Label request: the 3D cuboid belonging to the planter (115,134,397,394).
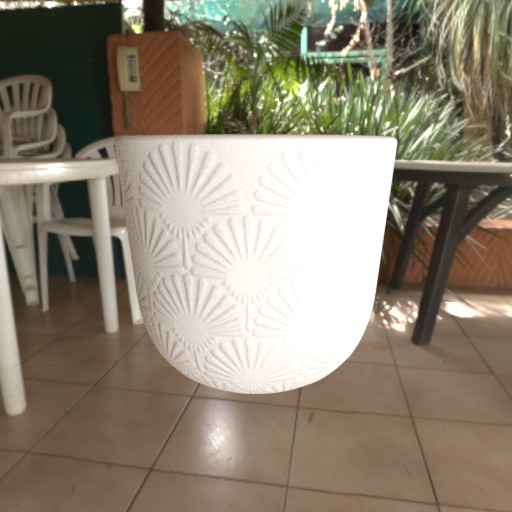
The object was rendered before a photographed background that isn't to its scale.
[{"bbox_3d":[0.000,0.000,0.295,0.170,0.152,0.170,0,14,0],"label":"planter"}]
